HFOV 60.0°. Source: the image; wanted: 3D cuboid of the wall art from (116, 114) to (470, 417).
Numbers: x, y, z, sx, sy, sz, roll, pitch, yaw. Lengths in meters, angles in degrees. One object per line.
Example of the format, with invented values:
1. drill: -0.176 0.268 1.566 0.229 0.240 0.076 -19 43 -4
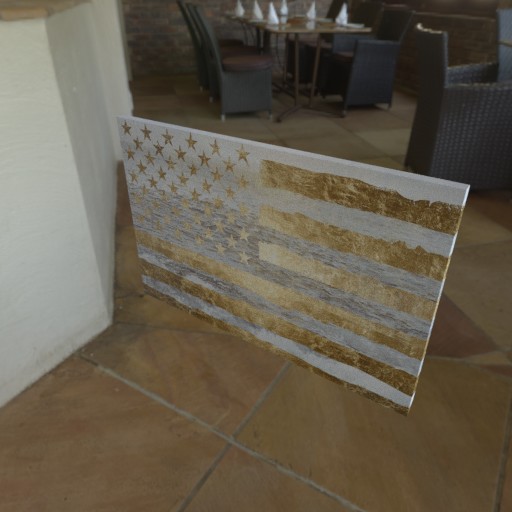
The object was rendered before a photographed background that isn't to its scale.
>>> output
1. wall art: 0.000 0.000 1.186 0.932 0.610 0.027 19 36 29
